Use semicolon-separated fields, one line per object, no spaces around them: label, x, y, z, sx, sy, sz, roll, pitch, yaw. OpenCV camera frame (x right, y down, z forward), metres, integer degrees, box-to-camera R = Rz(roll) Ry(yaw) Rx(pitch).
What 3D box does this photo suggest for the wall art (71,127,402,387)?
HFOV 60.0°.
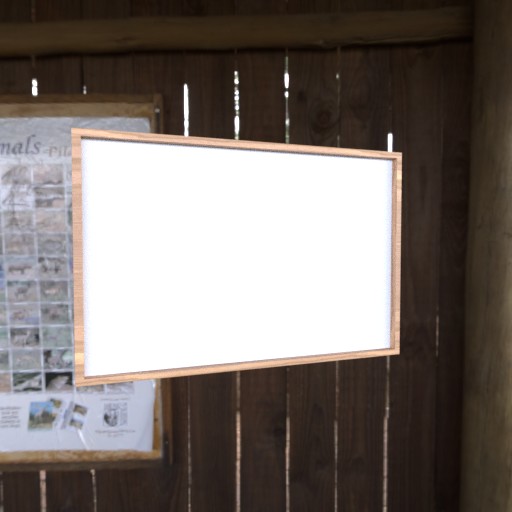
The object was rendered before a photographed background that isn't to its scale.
wall art;0.000;0.000;1.490;1.137;0.756;0.034;-1;2;-19
